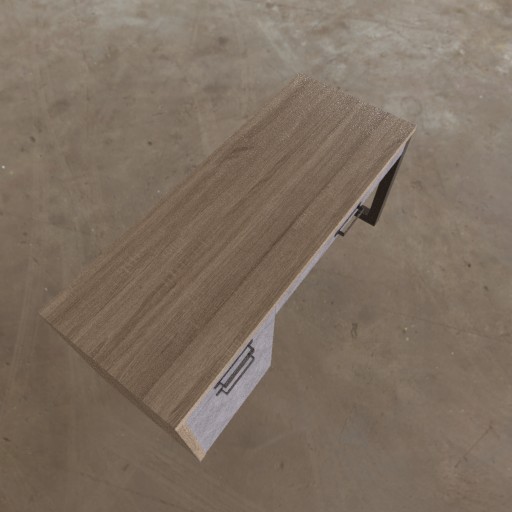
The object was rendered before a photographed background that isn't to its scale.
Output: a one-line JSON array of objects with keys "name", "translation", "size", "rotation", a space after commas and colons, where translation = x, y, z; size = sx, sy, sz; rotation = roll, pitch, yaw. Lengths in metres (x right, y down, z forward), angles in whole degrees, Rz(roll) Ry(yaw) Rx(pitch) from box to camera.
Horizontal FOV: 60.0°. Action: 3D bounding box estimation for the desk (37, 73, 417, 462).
[{"name": "desk", "translation": [0.000, 0.000, 2.162], "size": [0.690, 0.760, 1.700], "rotation": [32, 63, 18]}]
